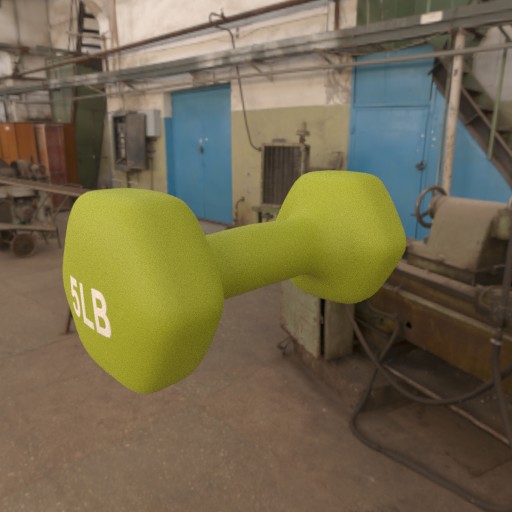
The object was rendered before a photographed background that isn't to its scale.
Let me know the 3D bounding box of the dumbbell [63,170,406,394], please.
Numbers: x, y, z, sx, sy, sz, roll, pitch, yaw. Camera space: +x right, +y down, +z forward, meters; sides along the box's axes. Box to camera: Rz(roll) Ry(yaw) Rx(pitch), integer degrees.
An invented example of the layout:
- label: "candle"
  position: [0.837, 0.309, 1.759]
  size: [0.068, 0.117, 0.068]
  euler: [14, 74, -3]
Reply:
- label: "dumbbell"
  position: [0.000, 0.000, 0.209]
  size: [0.164, 0.072, 0.080]
  euler: [-14, 20, -41]
